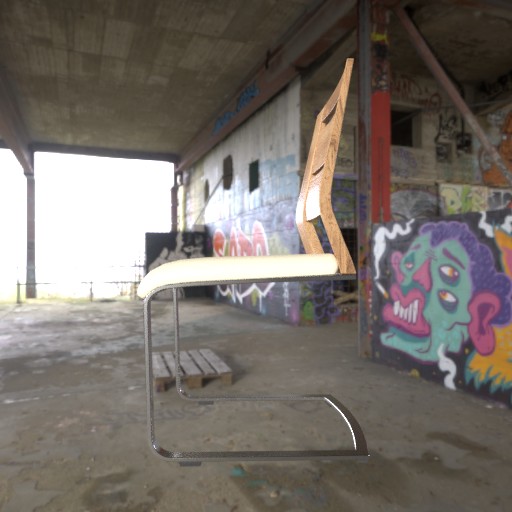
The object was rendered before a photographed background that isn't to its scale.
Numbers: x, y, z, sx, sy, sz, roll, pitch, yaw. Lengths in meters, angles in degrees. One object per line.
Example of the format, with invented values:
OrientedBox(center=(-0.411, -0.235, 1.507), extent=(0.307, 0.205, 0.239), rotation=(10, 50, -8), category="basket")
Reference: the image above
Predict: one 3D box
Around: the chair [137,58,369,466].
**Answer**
OrientedBox(center=(0.000, 0.000, 1.232), extent=(0.561, 0.955, 0.457), rotation=(0, 0, -2), category="chair")
